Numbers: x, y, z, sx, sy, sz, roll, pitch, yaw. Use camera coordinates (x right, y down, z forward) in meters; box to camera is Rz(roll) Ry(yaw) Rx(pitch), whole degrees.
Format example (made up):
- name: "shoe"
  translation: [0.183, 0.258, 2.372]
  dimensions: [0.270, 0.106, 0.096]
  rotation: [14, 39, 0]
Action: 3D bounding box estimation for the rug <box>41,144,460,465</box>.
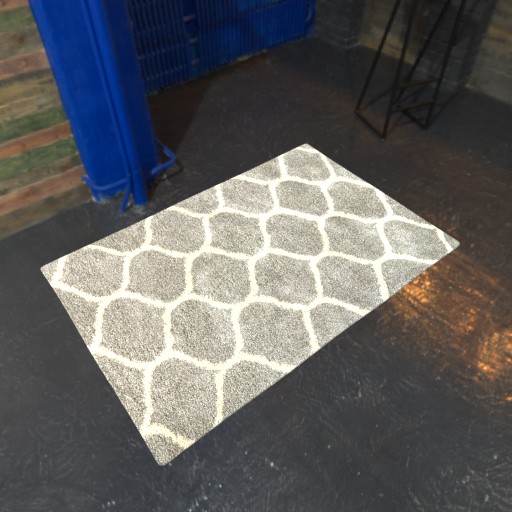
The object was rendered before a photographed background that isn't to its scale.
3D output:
- name: "rug"
  translation: [0.000, 0.000, 3.405]
  dimensions: [2.701, 0.026, 1.801]
  rotation: [-30, 54, -25]
